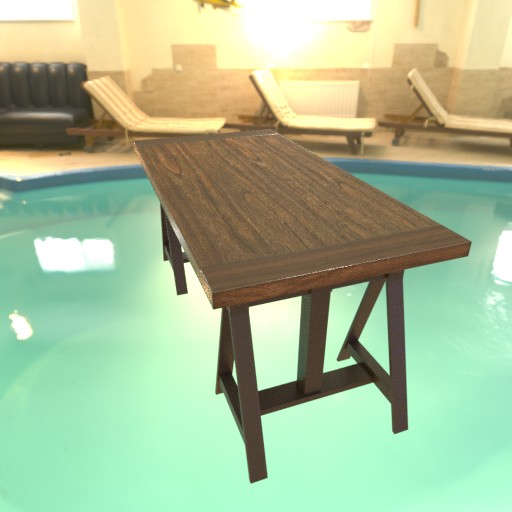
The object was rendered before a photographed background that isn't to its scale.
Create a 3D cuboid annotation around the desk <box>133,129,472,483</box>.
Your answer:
[{"bbox_3d":[0.000,0.000,1.944,0.784,0.725,1.543,-10,30,-18],"label":"desk"}]
